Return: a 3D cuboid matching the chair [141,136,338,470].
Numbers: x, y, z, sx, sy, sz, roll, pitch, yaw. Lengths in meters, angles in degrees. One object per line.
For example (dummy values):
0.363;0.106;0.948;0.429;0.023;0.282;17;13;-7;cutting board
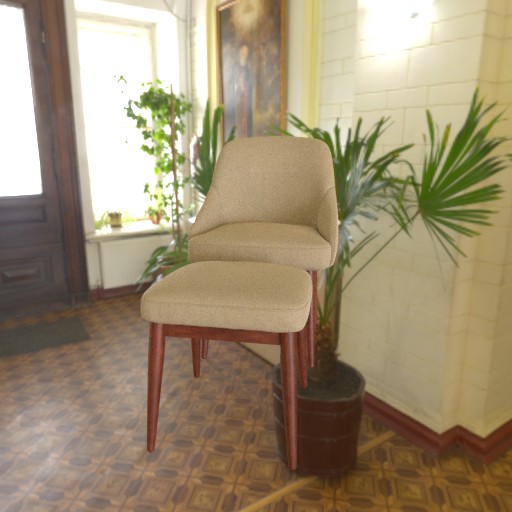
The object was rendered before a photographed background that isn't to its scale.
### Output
0.000;0.000;1.610;0.584;0.866;1.114;2;14;10;chair
